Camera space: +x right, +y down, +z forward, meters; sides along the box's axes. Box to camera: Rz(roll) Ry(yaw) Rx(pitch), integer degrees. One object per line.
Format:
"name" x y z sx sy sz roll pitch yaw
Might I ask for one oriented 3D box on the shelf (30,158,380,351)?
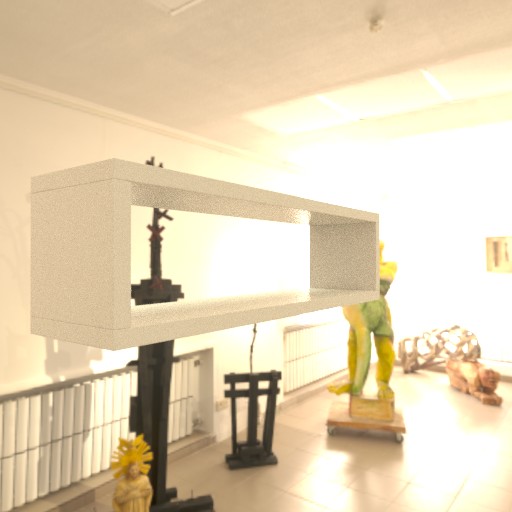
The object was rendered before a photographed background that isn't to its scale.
"shelf" 0.000 0.000 0.677 0.150 0.170 0.610 0 0 37
